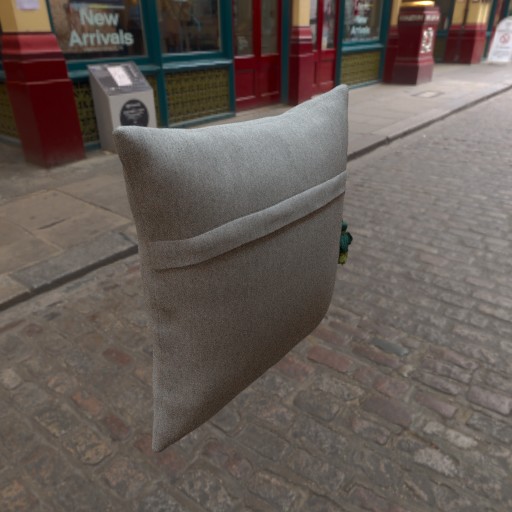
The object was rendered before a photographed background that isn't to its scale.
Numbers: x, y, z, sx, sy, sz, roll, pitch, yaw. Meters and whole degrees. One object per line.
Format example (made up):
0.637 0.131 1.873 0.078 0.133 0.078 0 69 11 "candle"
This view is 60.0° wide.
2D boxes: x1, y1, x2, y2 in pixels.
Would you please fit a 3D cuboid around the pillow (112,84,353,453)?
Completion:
0.000 0.000 0.648 0.173 0.436 0.433 20 33 33 "pillow"
